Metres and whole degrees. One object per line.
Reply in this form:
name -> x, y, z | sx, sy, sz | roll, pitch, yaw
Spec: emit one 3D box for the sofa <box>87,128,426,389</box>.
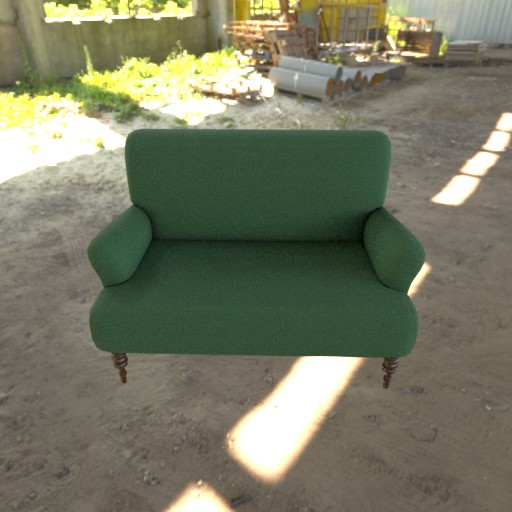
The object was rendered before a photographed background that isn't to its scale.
sofa -> 0.000, 0.000, 1.880 | 1.297, 0.889, 0.779 | 1, 29, 1
